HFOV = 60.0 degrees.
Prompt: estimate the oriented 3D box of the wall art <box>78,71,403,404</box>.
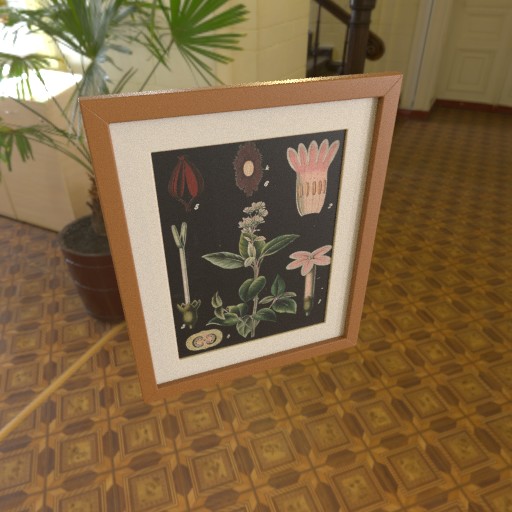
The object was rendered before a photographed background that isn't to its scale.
[{"bbox_3d":[0.000,0.000,0.511,0.310,0.379,0.015,-11,35,-16],"label":"wall art"}]
